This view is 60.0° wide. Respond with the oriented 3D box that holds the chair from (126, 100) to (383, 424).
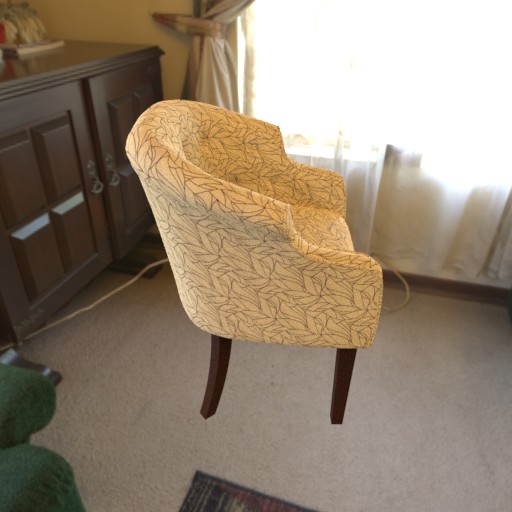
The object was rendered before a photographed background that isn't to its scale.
[{"bbox_3d":[0.000,0.000,1.328,0.613,0.858,0.686,0,31,1],"label":"chair"}]
